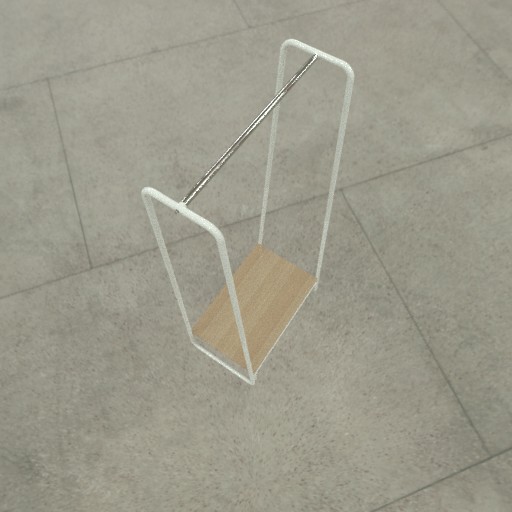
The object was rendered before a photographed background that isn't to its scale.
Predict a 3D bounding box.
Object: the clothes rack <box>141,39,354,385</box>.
[{"bbox_3d":[0.000,0.000,1.780,0.400,1.500,0.640,31,67,15],"label":"clothes rack"}]
